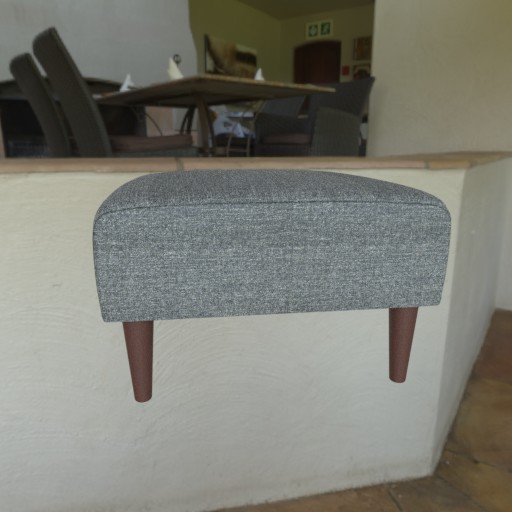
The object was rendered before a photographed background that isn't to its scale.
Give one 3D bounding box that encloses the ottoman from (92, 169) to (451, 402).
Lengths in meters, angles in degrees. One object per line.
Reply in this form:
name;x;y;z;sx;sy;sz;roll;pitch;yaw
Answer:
ottoman;0.000;0.000;1.087;0.648;0.399;0.655;-2;14;-8
